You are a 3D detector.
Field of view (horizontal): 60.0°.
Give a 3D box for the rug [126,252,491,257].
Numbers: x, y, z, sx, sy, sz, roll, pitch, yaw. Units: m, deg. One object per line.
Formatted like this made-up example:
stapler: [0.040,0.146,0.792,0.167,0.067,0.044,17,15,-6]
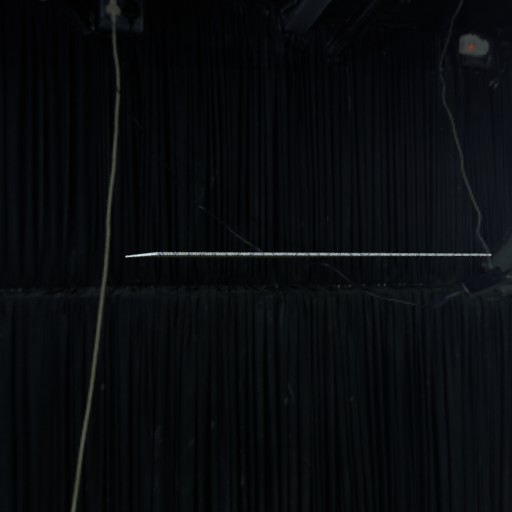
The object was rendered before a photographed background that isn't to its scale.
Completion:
rug: [0.000,0.000,2.310,1.220,0.008,1.824,0,0,-19]
